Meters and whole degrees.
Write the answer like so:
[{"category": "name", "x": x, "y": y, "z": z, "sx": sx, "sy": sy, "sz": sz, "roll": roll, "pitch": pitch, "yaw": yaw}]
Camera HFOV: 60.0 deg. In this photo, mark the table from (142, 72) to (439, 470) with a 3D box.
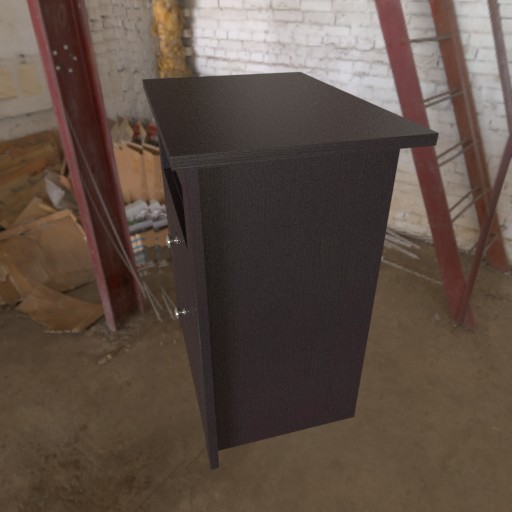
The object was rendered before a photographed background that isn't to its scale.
[{"category": "table", "x": 0.000, "y": 0.000, "z": 1.049, "sx": 0.408, "sy": 0.711, "sz": 0.589, "roll": -8, "pitch": 32, "yaw": -14}]
